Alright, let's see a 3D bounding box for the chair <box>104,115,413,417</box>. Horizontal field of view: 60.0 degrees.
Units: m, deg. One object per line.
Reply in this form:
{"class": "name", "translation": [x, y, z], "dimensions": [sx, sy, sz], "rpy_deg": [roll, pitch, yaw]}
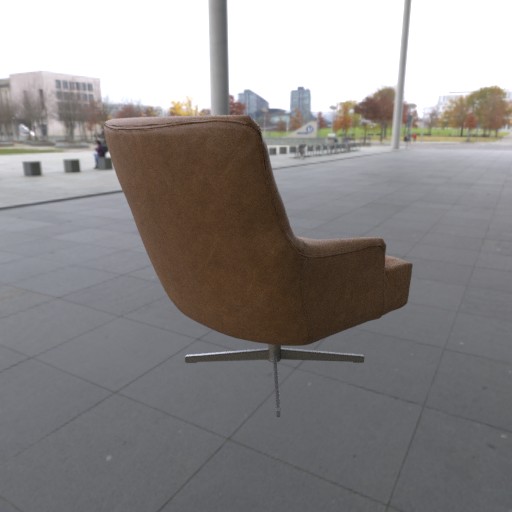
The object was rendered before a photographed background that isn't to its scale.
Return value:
{"class": "chair", "translation": [0.000, 0.000, 1.483], "dimensions": [0.874, 0.869, 0.729], "rpy_deg": [-15, 22, -43]}
